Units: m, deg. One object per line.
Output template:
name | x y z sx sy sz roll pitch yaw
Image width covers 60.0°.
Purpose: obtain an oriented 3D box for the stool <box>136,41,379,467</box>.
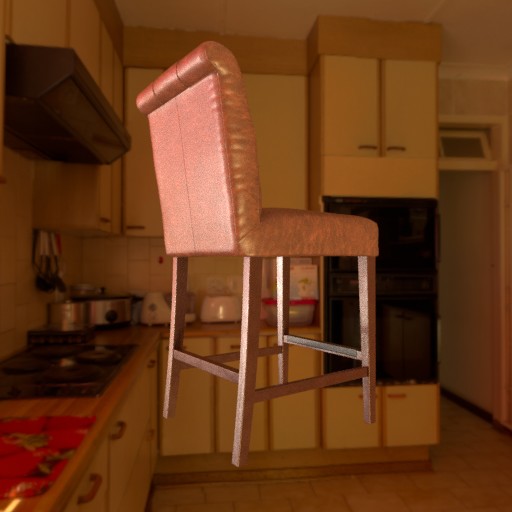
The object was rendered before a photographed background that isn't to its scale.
stool | 0.000 0.000 1.450 0.660 1.084 0.486 0 -1 -36
